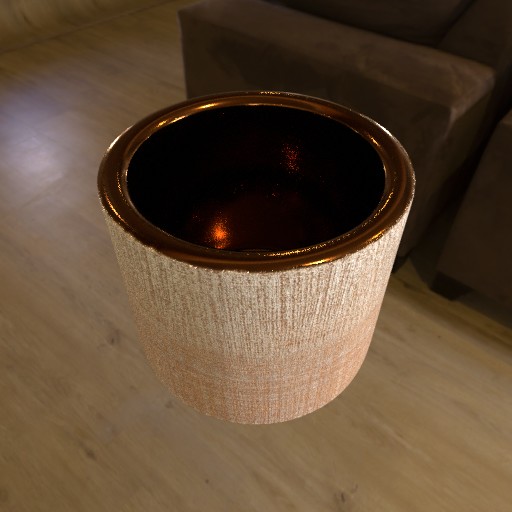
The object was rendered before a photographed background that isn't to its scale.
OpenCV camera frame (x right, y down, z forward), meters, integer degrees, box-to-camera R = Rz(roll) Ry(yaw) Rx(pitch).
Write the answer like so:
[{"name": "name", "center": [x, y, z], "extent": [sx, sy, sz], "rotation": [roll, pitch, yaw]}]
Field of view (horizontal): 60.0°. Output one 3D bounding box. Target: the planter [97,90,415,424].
[{"name": "planter", "center": [0.000, 0.000, 0.304], "extent": [0.177, 0.157, 0.177], "rotation": [0, 45, 0]}]
